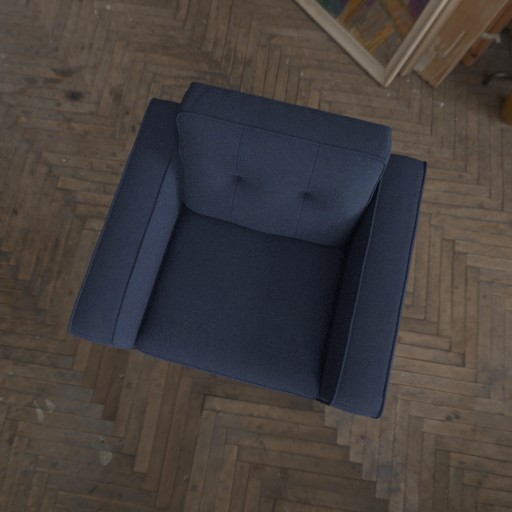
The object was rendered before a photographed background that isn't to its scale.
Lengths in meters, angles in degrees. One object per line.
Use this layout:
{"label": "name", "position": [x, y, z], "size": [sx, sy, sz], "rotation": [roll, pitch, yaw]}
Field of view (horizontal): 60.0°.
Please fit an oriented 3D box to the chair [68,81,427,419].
{"label": "chair", "position": [0.000, 0.000, 1.740], "size": [1.118, 0.783, 0.953], "rotation": [14, 76, 4]}
